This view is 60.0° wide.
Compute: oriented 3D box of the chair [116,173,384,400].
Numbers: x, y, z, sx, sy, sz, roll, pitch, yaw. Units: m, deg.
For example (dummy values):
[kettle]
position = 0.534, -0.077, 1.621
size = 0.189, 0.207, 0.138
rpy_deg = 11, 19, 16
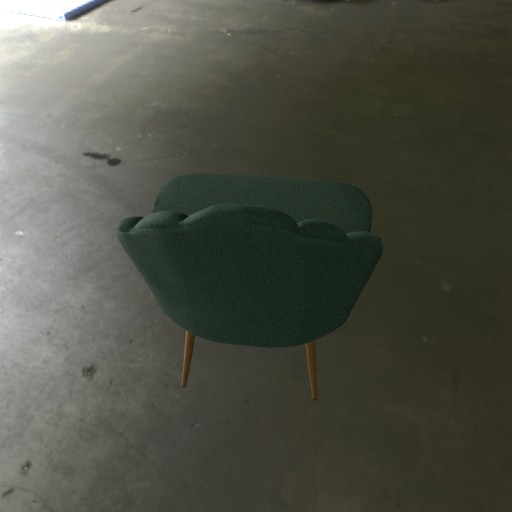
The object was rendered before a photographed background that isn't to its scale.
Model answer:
[chair]
position = 0.000, 0.000, 1.259
size = 0.657, 0.819, 0.599
rpy_deg = 4, 47, 4
